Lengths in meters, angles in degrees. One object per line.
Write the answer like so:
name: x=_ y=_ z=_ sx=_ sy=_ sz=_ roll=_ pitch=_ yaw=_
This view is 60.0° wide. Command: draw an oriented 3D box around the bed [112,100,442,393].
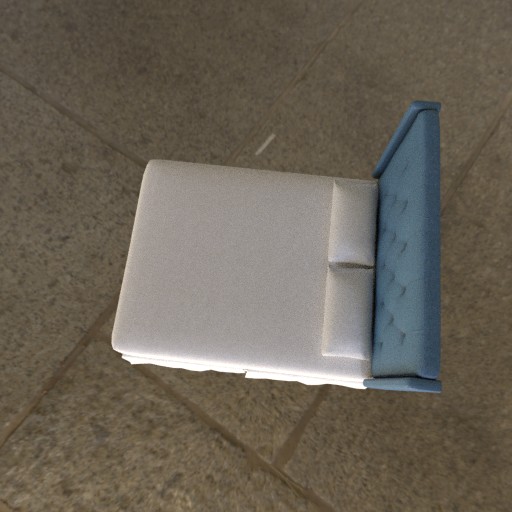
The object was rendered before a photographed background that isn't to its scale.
bed: x=0.000 y=0.000 z=3.263 sx=2.078 sy=1.665 sz=1.719 roll=6 pitch=74 yaw=2
